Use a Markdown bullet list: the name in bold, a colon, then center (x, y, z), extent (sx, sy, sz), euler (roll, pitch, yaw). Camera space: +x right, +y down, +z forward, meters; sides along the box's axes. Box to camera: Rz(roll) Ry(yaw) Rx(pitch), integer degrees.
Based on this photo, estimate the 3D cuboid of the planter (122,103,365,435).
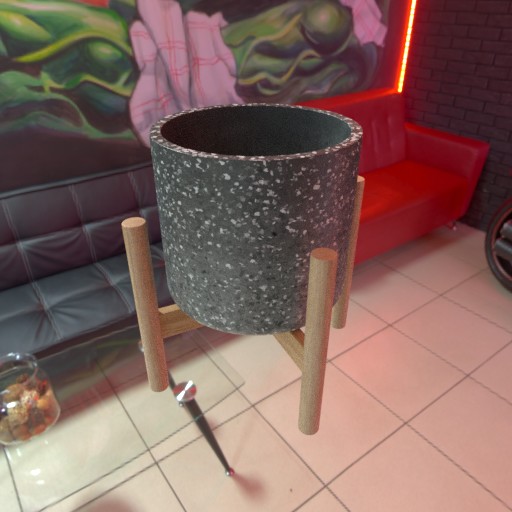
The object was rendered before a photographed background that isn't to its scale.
- **planter**: center (0.000, 0.000, 0.551), extent (0.284, 0.320, 0.284), euler (-2, 31, -3)
